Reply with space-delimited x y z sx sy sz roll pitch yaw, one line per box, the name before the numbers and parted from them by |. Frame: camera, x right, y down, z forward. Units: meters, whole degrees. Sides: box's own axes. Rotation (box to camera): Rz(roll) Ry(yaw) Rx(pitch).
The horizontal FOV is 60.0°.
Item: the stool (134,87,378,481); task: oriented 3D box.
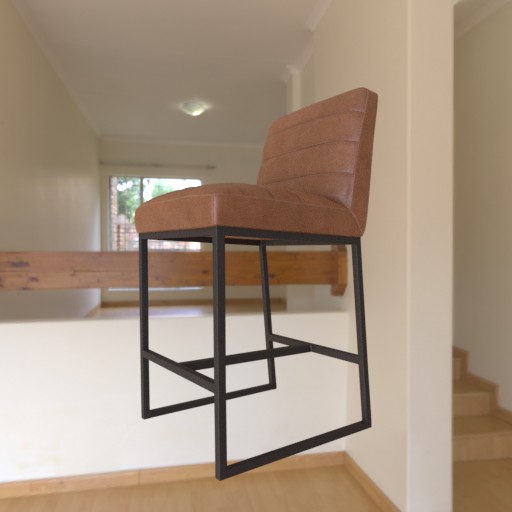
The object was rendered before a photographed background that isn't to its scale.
stool | 0.000 0.000 1.251 0.556 0.940 0.458 -1 1 -36
